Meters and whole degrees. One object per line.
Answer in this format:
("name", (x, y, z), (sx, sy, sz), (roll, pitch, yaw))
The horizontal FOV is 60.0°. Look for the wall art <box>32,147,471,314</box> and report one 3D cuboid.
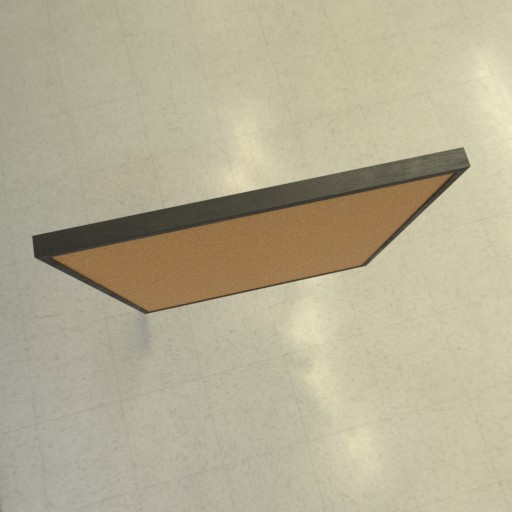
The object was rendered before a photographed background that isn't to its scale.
("wall art", (0.000, 0.000, 1.129), (0.763, 0.763, 0.039), (-12, 76, -3))
